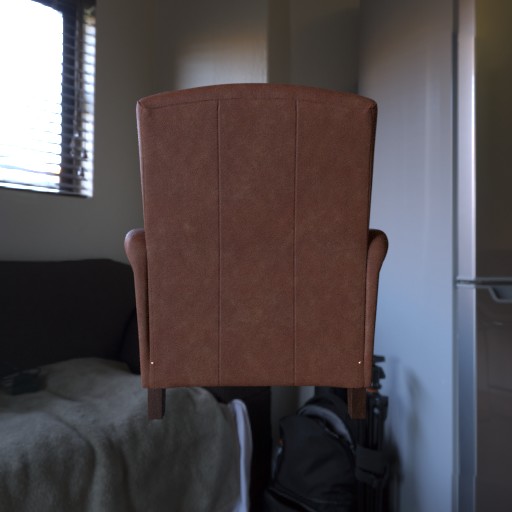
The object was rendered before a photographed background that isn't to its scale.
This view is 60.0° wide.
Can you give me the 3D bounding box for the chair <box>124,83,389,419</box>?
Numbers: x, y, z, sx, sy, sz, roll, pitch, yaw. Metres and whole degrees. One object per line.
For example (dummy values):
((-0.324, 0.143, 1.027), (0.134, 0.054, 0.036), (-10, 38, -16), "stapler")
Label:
((0.000, 0.000, 1.772), (0.978, 1.061, 0.902), (0, 0, -1), "chair")
